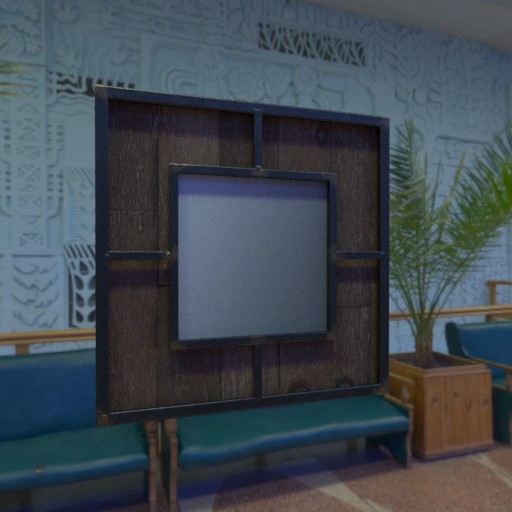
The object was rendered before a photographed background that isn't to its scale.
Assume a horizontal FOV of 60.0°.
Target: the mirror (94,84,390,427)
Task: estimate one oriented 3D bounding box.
[{"bbox_3d":[0.000,0.000,0.559,0.382,0.381,0.020,0,1,-18],"label":"mirror"}]
